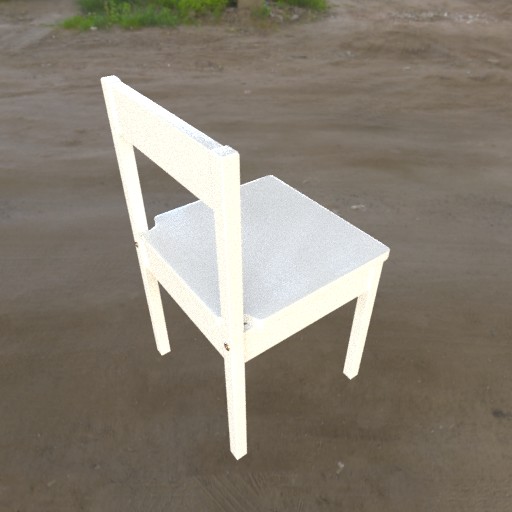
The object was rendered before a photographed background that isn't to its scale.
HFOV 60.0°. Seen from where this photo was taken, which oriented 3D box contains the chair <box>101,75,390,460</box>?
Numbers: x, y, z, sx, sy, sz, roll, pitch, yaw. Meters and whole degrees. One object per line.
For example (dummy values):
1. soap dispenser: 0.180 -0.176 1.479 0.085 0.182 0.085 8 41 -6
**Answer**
1. chair: 0.000 0.000 0.886 0.361 0.668 0.367 -25 45 -28
